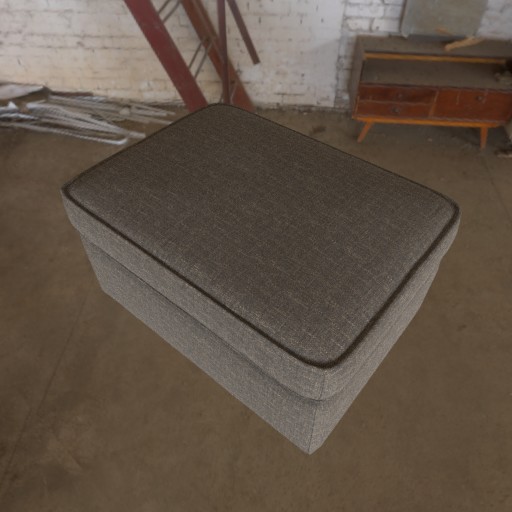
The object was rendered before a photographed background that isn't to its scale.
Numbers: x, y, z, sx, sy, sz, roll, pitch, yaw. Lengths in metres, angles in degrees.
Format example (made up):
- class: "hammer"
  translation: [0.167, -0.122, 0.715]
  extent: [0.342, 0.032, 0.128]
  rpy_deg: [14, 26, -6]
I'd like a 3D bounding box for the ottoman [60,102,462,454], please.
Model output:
- class: "ottoman"
  translation: [0.000, 0.000, 1.089]
  extent: [0.749, 0.450, 0.549]
  rpy_deg: [31, 54, 26]
